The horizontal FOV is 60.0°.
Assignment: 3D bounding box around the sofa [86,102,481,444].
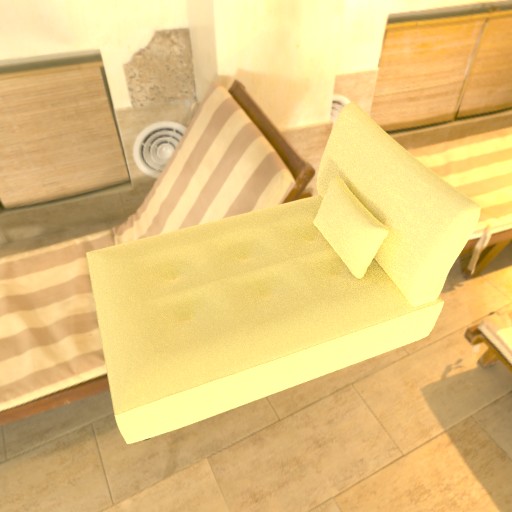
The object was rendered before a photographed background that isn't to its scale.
[{"bbox_3d":[0.000,0.000,1.984,1.450,0.820,0.930,-15,46,-15],"label":"sofa"}]
